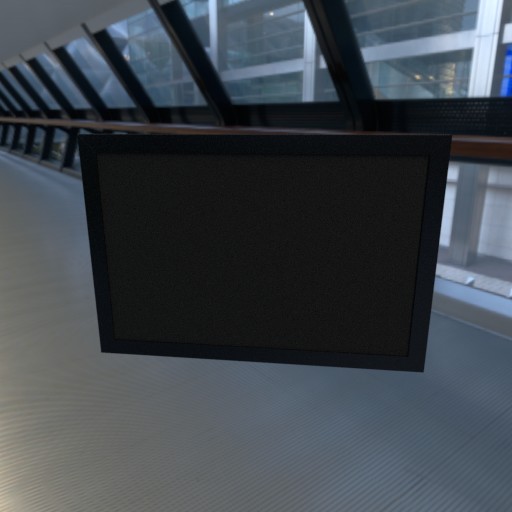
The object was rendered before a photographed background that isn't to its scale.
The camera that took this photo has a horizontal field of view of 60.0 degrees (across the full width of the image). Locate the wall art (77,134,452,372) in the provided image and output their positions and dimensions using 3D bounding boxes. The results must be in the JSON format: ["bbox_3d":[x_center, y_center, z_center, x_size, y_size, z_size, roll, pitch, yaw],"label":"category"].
[{"bbox_3d":[0.000,0.000,0.845,0.660,0.447,0.013,2,17,7],"label":"wall art"}]
